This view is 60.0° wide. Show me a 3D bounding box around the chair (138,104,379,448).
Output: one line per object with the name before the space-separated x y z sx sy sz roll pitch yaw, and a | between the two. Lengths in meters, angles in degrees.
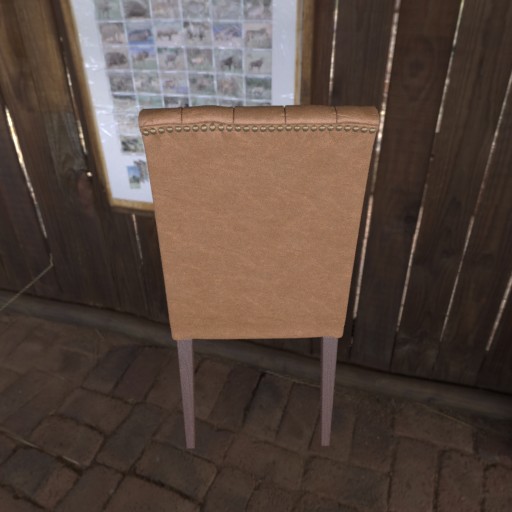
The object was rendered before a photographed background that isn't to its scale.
chair | 0.000 0.000 1.377 0.511 1.016 0.647 -1 30 -1
